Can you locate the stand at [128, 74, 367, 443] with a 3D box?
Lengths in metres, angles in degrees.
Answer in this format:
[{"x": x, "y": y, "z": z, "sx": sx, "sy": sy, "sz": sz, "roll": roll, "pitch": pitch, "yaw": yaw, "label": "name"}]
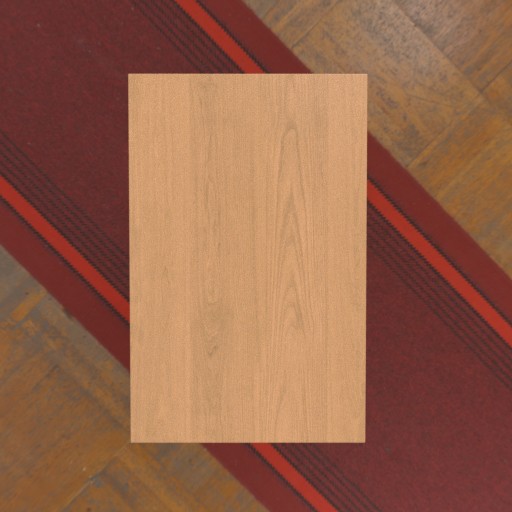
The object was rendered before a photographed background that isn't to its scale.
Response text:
[{"x": 0.000, "y": 0.000, "z": 0.999, "sx": 0.400, "sy": 0.600, "sz": 0.630, "roll": 0, "pitch": 91, "yaw": 0, "label": "stand"}]
